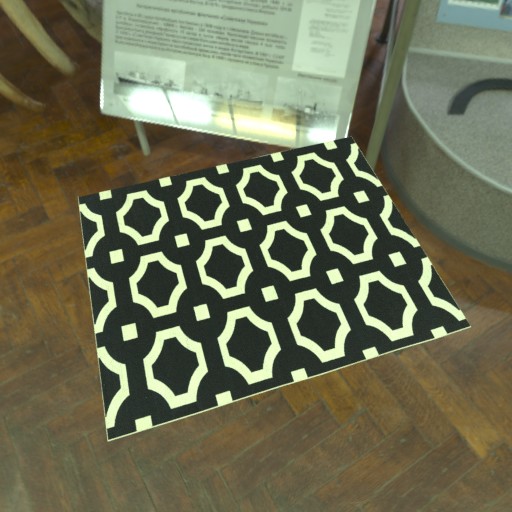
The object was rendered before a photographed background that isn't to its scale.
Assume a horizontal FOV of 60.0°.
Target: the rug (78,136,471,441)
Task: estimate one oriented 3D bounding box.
[{"bbox_3d":[0.000,0.000,4.142,3.049,0.021,2.466,-15,58,-9],"label":"rug"}]
